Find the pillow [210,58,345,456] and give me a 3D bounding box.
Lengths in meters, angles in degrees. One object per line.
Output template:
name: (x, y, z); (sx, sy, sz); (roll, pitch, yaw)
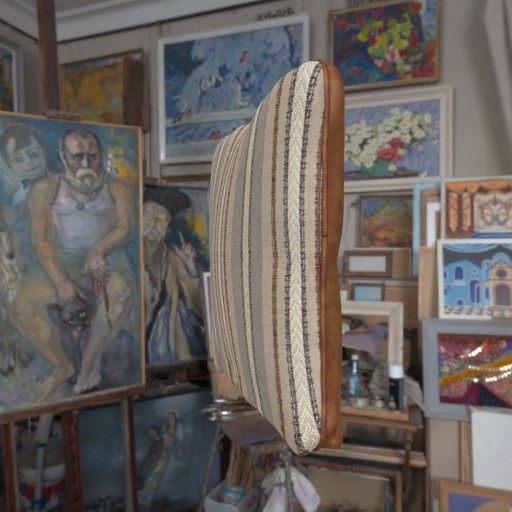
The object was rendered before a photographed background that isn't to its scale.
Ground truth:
pillow: (0.000, 0.000, 0.745); (0.130, 0.490, 0.489); (0, 1, -18)
